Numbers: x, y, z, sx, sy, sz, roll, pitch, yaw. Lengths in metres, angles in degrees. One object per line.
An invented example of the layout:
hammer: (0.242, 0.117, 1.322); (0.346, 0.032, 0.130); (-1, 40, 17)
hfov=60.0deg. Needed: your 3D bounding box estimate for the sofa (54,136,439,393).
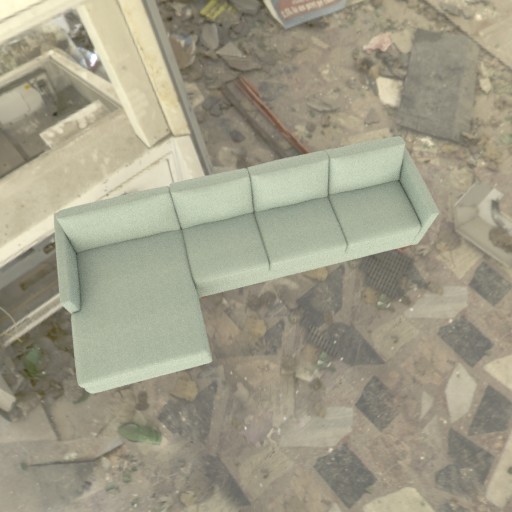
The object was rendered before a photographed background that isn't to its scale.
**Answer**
sofa: (0.000, 0.000, 4.175); (3.470, 0.953, 1.600); (-14, 64, -7)
